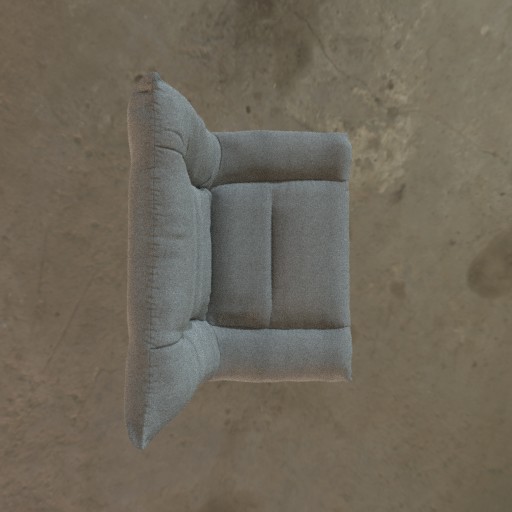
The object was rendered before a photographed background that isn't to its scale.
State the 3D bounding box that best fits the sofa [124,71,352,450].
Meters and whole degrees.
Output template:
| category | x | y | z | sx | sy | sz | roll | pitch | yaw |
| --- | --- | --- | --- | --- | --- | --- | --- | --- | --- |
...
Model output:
| category | x | y | z | sx | sy | sz | roll | pitch | yaw |
| --- | --- | --- | --- | --- | --- | --- | --- | --- | --- |
| sofa | 0.000 | 0.000 | 1.682 | 0.847 | 0.795 | 1.144 | 0 | 88 | 1 |
